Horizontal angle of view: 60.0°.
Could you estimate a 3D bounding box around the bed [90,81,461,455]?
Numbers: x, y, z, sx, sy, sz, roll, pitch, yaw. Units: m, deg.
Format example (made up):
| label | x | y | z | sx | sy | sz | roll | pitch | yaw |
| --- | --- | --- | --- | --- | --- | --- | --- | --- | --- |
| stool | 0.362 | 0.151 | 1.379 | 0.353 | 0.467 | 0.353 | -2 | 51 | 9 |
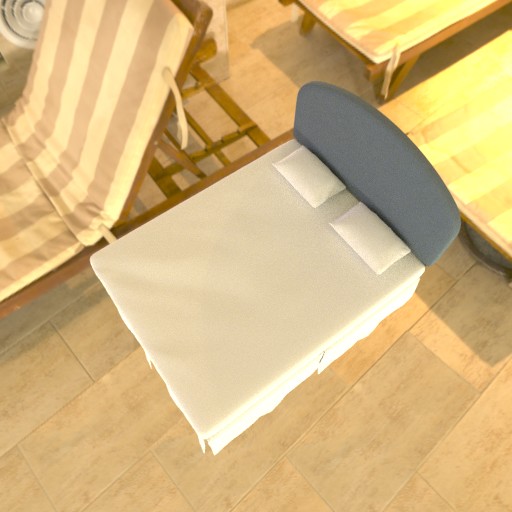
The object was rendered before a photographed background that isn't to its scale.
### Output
| label | x | y | z | sx | sy | sz | roll | pitch | yaw |
| --- | --- | --- | --- | --- | --- | --- | --- | --- | --- |
| bed | 0.000 | 0.000 | 3.048 | 2.005 | 1.410 | 1.607 | -33 | 67 | -16 |
